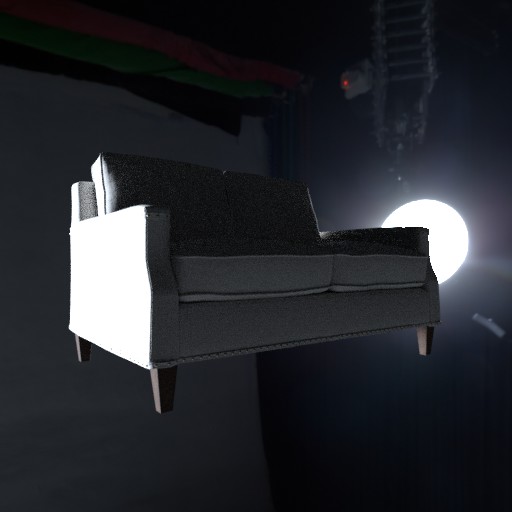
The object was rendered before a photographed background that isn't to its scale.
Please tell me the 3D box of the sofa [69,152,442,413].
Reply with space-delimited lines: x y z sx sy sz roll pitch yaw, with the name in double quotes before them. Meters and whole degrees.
"sofa" 0.000 0.000 2.219 1.597 1.003 1.084 1 -1 -37
